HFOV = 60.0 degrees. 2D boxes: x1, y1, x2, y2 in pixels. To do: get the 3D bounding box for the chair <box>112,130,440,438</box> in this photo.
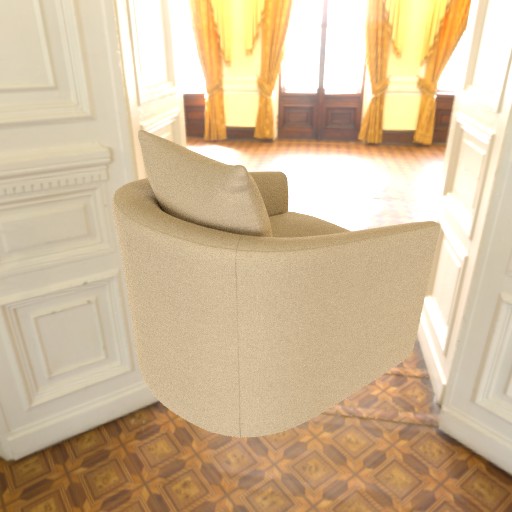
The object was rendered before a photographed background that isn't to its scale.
[{"bbox_3d":[0.000,0.000,1.564,0.910,0.848,0.845,-18,31,-33],"label":"chair"}]
